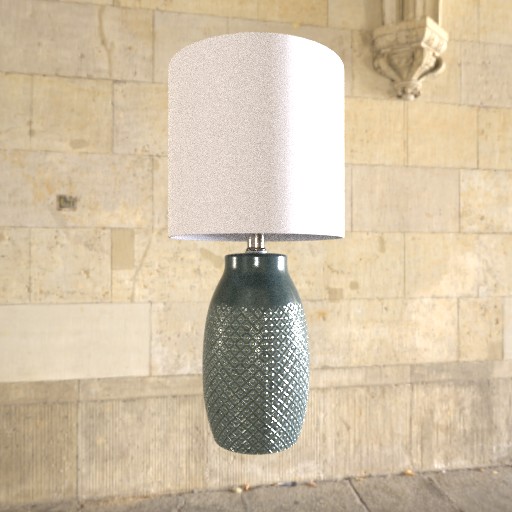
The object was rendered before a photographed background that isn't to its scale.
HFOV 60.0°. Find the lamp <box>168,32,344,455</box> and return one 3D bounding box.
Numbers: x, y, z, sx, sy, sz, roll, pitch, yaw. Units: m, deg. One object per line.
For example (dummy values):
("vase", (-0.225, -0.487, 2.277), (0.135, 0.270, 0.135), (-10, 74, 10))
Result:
("lamp", (0.000, 0.000, 0.556), (0.217, 0.453, 0.217), (0, 0, 37))
